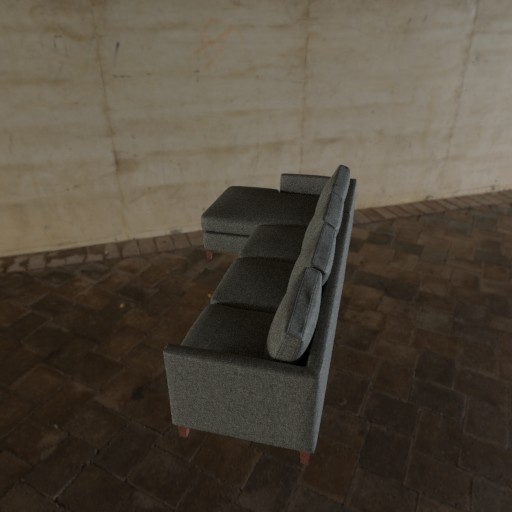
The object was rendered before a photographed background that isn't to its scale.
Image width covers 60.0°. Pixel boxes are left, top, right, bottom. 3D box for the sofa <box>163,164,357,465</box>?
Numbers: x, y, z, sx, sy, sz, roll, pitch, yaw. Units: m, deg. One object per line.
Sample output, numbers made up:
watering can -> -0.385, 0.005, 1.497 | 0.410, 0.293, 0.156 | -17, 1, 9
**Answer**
sofa -> 0.000, 0.000, 4.128 | 1.635, 0.960, 3.485 | 7, 29, 13
